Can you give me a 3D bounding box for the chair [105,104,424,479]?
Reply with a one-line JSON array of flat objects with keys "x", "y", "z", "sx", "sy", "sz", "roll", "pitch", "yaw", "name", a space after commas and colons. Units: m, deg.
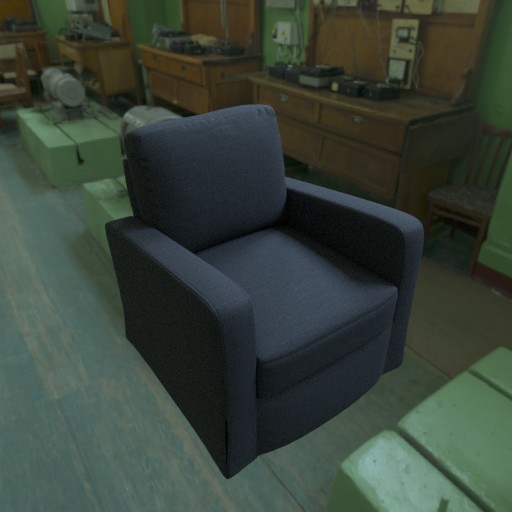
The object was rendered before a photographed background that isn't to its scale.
[{"x": 0.000, "y": 0.000, "z": 1.533, "sx": 0.798, "sy": 0.855, "sz": 0.863, "roll": -21, "pitch": 37, "yaw": -30, "name": "chair"}]
